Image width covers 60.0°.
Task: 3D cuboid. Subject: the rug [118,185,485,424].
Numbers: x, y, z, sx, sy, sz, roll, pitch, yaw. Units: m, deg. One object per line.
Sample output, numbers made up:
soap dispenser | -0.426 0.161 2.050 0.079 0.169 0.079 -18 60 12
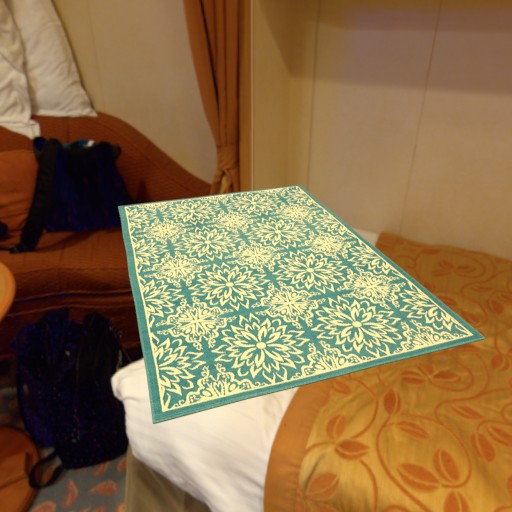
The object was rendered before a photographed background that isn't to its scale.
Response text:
rug | 0.000 0.000 2.790 1.554 0.012 2.205 -9 30 -16
